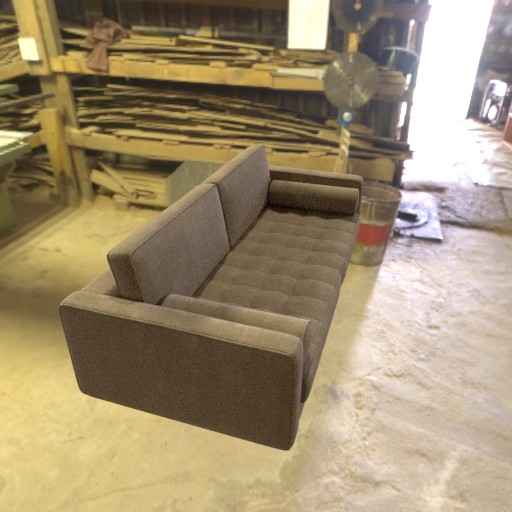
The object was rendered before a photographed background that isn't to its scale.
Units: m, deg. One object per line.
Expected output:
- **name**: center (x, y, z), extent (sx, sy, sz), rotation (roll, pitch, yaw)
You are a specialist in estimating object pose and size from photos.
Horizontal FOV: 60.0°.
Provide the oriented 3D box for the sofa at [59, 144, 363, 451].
- **sofa**: center (0.000, 0.000, 2.326), extent (0.920, 0.769, 1.883), rotation (9, 30, 16)
